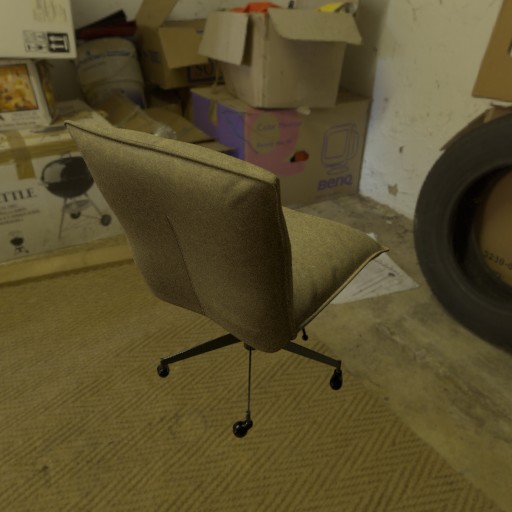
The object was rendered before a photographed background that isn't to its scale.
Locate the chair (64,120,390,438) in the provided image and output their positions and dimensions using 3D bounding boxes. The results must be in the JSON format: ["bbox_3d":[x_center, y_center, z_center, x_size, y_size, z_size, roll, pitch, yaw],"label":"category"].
[{"bbox_3d":[0.000,0.000,1.278,0.597,0.811,0.696,22,37,32],"label":"chair"}]
